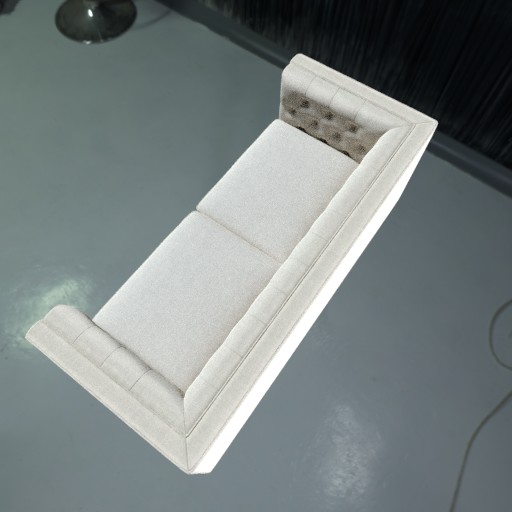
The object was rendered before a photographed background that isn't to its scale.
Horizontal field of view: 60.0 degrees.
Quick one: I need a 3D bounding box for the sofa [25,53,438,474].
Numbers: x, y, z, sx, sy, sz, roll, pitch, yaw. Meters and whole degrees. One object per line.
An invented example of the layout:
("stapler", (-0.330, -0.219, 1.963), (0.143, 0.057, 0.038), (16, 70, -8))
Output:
("sofa", (0.000, 0.000, 2.129), (0.775, 0.762, 1.778), (33, 69, 15))
